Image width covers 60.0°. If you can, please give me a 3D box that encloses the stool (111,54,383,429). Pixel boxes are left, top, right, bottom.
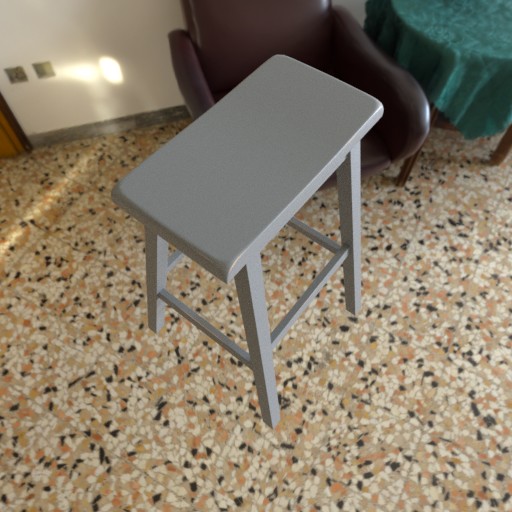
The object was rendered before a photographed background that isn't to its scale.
[{"bbox_3d":[0.000,0.000,1.054,0.476,0.737,0.457,34,64,19],"label":"stool"}]
